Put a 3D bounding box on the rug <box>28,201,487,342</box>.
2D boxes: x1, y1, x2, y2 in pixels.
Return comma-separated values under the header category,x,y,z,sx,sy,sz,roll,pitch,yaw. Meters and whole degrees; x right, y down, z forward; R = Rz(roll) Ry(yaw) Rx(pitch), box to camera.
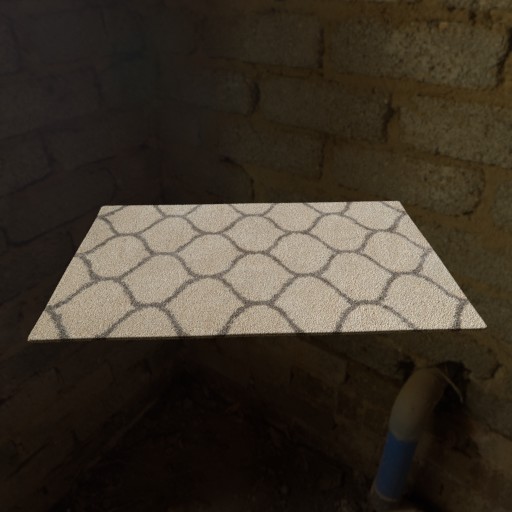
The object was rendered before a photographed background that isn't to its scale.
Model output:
category,x,y,z,sx,sy,sz,roll,pitch,yaw
rug,0.000,0.000,2.876,2.348,0.024,1.501,-1,33,-2
